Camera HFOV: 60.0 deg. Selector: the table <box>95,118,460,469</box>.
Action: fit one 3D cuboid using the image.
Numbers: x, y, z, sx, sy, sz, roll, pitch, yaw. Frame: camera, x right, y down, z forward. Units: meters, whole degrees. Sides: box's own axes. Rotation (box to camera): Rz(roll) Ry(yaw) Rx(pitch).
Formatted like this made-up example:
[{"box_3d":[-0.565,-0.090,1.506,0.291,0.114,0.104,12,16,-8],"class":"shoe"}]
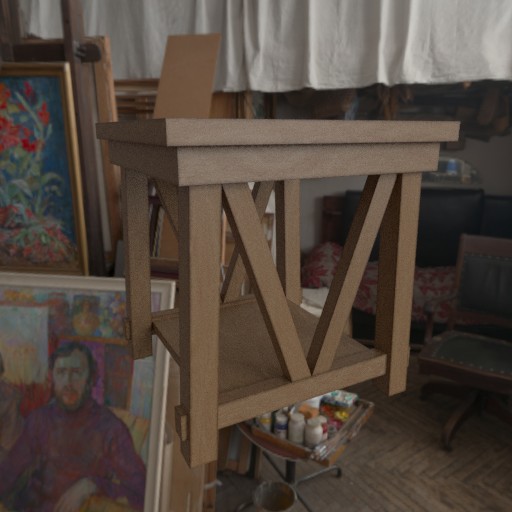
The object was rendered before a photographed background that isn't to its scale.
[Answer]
[{"box_3d":[0.000,0.000,1.105,0.612,0.638,0.610,-8,18,-27],"class":"table"}]
